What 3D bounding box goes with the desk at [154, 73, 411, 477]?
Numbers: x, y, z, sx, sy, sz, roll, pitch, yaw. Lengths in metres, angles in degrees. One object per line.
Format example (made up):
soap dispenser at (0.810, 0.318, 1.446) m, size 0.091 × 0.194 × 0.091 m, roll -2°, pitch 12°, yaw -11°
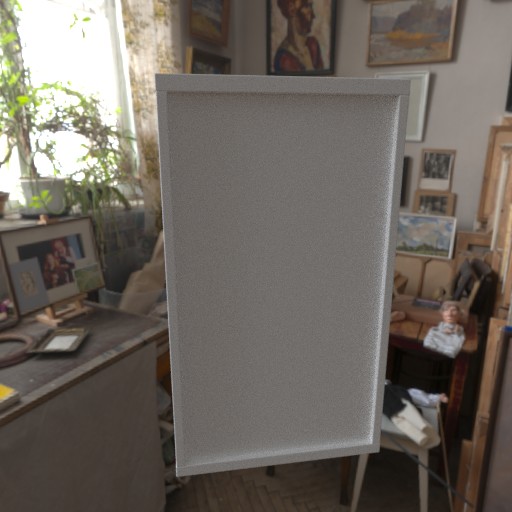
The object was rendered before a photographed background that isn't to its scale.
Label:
desk at (0.000, 0.000, 1.060) m, size 0.404 × 0.730 × 0.600 m, roll -3°, pitch 15°, yaw -9°
